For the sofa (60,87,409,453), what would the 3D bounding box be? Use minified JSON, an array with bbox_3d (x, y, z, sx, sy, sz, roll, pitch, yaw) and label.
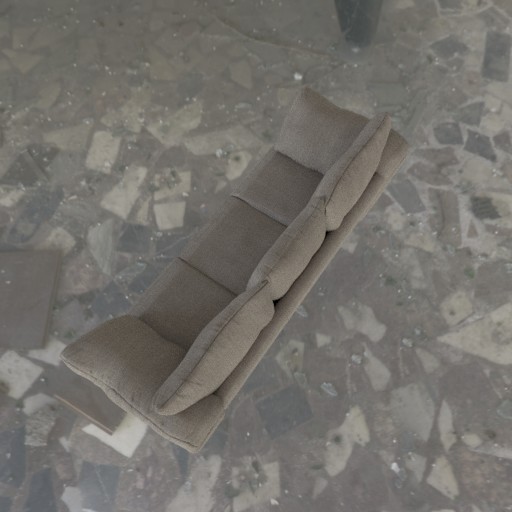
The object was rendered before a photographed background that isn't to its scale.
[{"bbox_3d":[0.000,0.000,2.813,0.878,0.996,2.334,33,68,15],"label":"sofa"}]
